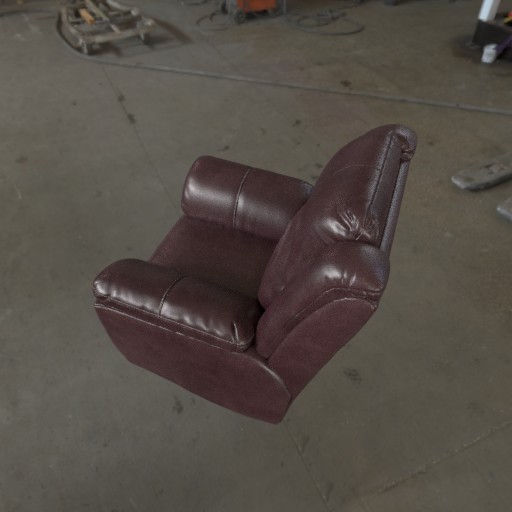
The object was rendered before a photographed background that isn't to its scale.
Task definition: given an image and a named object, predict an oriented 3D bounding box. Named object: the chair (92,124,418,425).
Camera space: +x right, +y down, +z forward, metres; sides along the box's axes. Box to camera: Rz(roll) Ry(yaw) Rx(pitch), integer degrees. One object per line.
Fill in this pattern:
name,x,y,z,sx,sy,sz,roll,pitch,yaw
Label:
chair,0.000,0.000,1.882,1.041,1.093,0.990,15,46,14
